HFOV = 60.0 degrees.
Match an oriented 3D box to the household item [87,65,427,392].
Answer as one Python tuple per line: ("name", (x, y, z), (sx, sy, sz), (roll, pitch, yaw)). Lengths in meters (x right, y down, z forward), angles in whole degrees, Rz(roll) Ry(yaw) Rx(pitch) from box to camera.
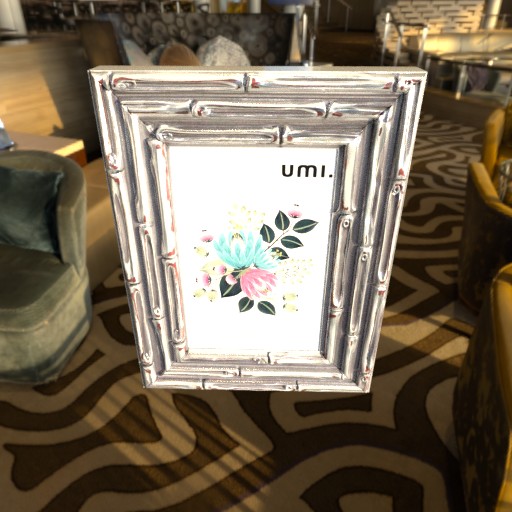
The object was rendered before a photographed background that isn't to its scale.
("household item", (0.000, 0.000, 0.275), (0.165, 0.216, 0.025), (1, 30, 1))
